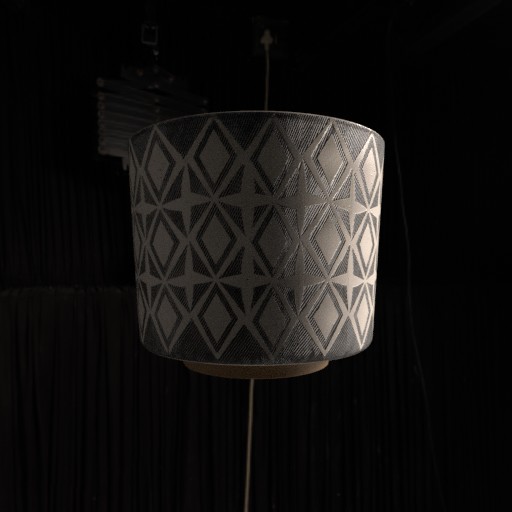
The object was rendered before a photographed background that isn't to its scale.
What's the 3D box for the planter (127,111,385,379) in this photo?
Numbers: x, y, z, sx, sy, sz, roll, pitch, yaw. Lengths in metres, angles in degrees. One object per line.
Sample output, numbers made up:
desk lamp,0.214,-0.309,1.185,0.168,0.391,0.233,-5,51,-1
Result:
planter,0.000,0.000,0.466,0.260,0.220,0.260,0,-1,0
